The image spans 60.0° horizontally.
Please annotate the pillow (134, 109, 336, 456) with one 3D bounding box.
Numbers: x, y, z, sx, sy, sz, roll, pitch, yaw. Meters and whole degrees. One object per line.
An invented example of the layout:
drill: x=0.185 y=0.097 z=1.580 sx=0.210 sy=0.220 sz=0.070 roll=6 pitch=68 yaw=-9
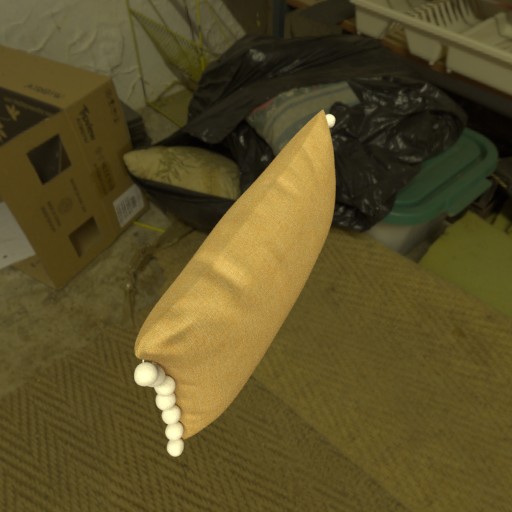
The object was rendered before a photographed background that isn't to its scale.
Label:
pillow: x=0.000 y=0.000 z=0.844 sx=0.201 sy=0.322 sz=0.709 roll=19 pitch=50 yaw=17
